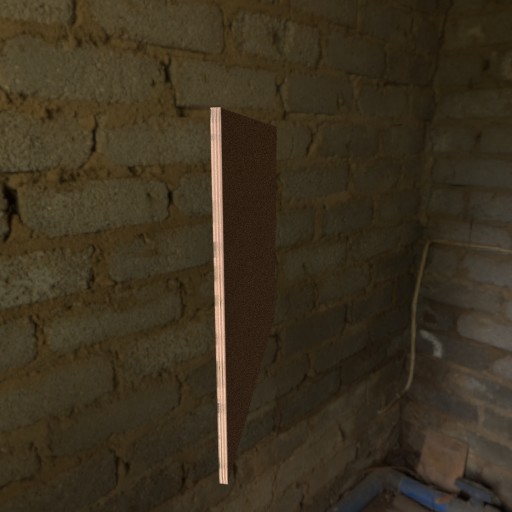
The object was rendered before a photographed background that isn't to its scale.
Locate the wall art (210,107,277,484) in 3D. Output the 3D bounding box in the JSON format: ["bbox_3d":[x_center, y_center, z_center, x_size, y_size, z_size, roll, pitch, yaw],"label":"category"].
[{"bbox_3d":[0.000,0.000,0.698,0.010,0.408,0.508,2,14,8],"label":"wall art"}]
